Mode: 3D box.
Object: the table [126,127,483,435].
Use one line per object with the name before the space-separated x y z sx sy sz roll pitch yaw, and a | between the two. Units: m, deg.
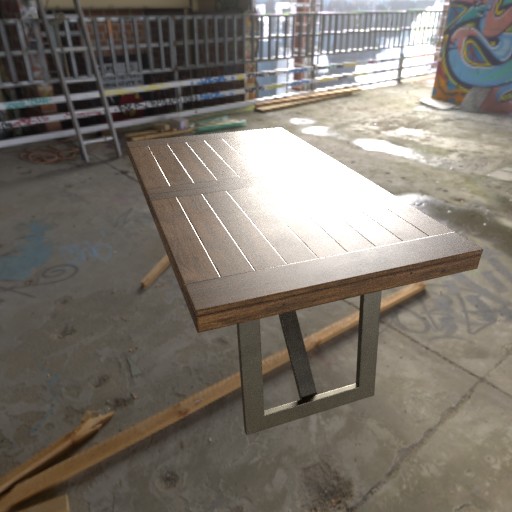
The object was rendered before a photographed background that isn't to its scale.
table | 0.000 0.000 2.121 0.931 0.757 1.641 -10 32 -17
